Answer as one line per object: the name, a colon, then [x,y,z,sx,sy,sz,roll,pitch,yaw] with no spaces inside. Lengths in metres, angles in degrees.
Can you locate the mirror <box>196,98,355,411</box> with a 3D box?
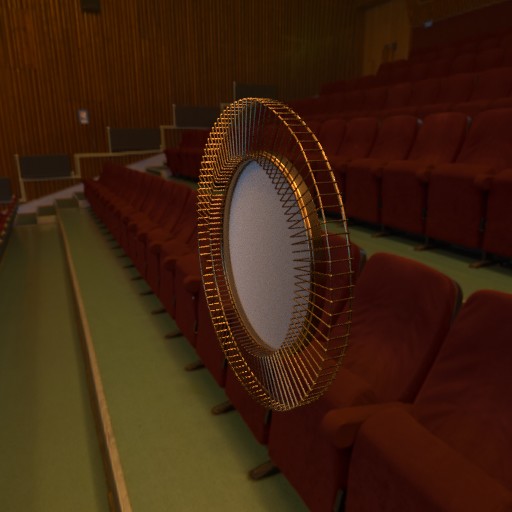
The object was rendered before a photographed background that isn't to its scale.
mirror: [0.000,0.000,1.051,0.067,0.703,0.703,-7,17,-25]
